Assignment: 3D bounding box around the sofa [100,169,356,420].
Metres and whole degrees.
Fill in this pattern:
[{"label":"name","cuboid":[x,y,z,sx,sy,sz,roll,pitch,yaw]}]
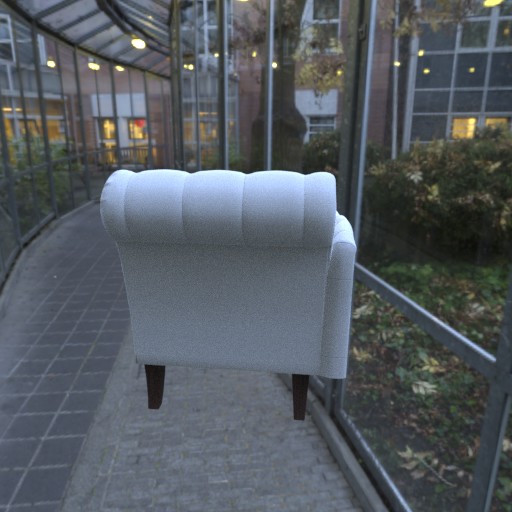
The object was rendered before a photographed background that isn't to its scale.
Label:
[{"label":"sofa","cuboid":[0.000,0.000,1.807,0.675,0.787,1.379,2,16,7]}]
